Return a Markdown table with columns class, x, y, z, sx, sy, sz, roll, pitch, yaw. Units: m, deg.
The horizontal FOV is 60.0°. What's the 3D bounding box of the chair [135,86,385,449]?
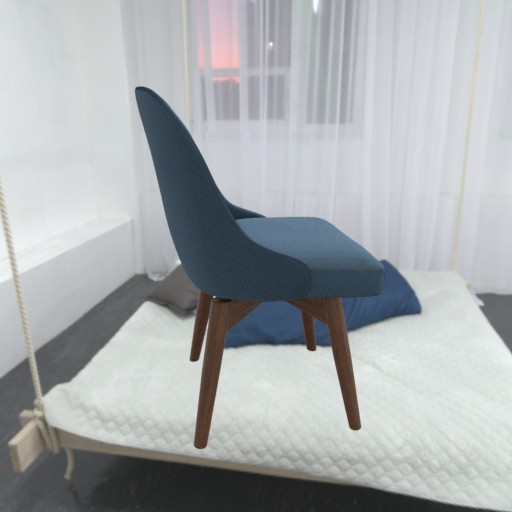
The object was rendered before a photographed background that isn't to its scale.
| class | x | y | z | sx | sy | sz | roll | pitch | yaw |
| --- | --- | --- | --- | --- | --- | --- | --- | --- | --- |
| chair | 0.000 | 0.000 | 1.247 | 0.589 | 0.882 | 0.503 | -3 | 18 | -9 |
